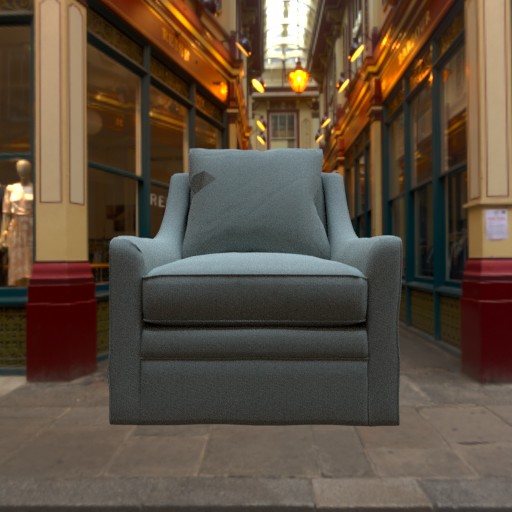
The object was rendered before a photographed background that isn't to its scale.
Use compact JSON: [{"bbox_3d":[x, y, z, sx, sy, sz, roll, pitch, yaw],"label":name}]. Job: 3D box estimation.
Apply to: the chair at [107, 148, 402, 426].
[{"bbox_3d":[0.000,0.000,1.565,0.760,0.926,0.870,0,0,1],"label":"chair"}]
